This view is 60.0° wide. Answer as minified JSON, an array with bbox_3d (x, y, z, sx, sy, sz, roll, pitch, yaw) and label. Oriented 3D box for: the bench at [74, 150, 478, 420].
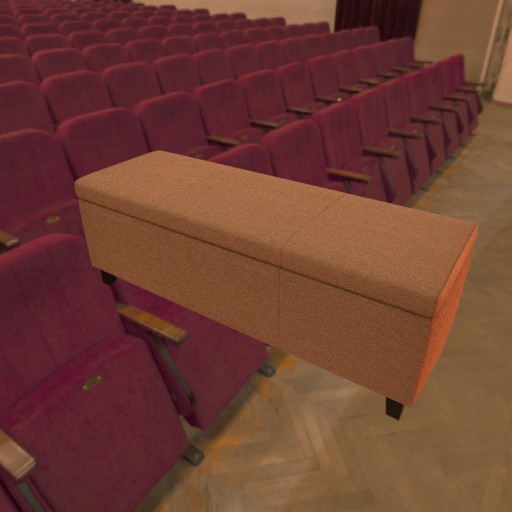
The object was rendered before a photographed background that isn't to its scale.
[{"bbox_3d":[0.000,0.000,1.506,1.269,0.438,0.446,19,35,29],"label":"bench"}]
